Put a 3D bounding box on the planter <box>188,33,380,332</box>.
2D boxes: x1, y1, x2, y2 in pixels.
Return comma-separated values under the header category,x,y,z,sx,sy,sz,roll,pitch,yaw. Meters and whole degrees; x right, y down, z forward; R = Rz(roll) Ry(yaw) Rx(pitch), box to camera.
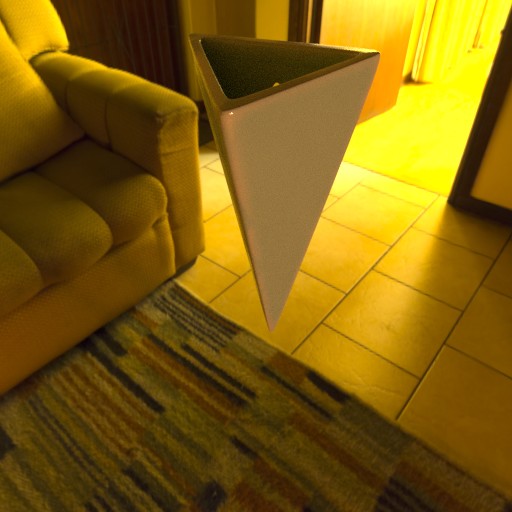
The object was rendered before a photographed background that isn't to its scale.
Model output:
category,x,y,z,sx,sy,sz,roll,pitch,yaw
planter,0.000,0.000,0.214,0.080,0.178,0.064,13,42,15
